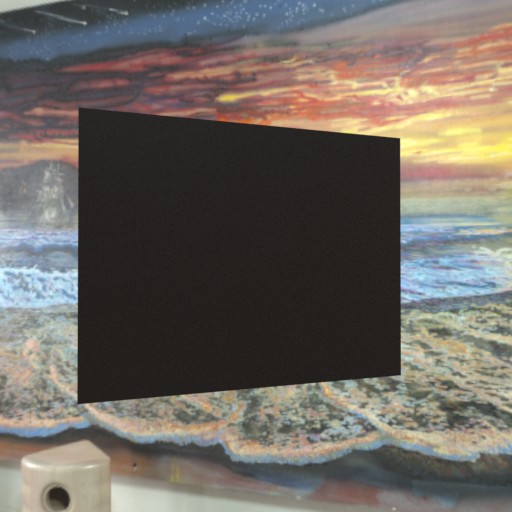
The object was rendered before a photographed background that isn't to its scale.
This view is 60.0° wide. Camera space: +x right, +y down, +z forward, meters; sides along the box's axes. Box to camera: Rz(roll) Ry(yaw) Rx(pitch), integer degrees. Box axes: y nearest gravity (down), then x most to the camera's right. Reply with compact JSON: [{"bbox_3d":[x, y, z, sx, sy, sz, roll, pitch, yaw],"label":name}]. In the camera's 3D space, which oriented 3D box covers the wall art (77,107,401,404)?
[{"bbox_3d":[0.000,0.000,1.617,1.207,0.952,0.034,0,-1,-17],"label":"wall art"}]
